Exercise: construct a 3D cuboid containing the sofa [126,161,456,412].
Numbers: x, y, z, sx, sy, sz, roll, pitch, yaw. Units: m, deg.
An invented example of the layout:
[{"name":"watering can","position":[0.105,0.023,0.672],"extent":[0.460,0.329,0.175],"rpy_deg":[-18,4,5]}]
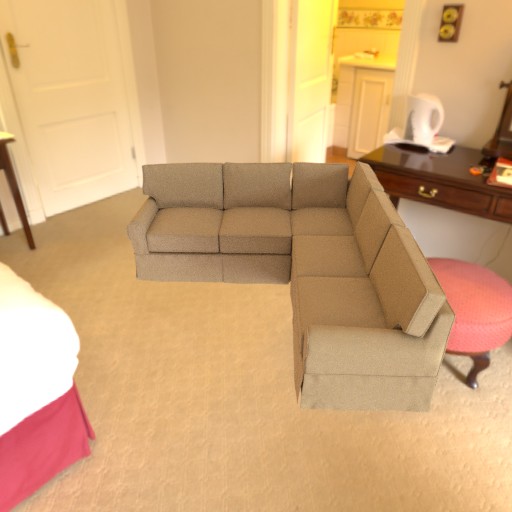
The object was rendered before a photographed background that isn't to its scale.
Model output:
[{"name":"sofa","position":[0.000,0.000,4.240],"extent":[2.730,1.124,2.733],"rpy_deg":[1,30,2]}]
